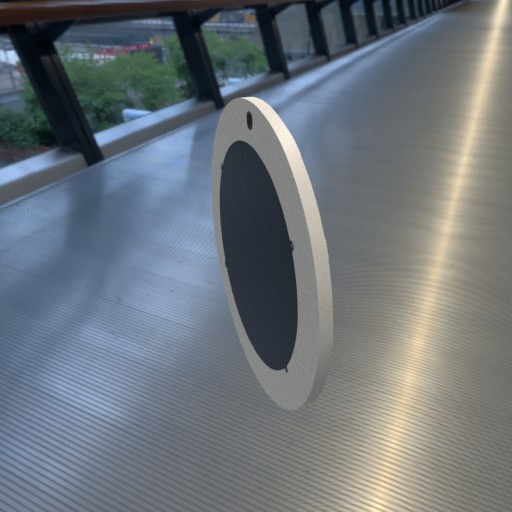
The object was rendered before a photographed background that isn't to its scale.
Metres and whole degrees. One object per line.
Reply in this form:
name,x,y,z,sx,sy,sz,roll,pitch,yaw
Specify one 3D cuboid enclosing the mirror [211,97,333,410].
mirror,0.000,0.000,1.355,0.038,0.914,0.914,-10,32,-17
